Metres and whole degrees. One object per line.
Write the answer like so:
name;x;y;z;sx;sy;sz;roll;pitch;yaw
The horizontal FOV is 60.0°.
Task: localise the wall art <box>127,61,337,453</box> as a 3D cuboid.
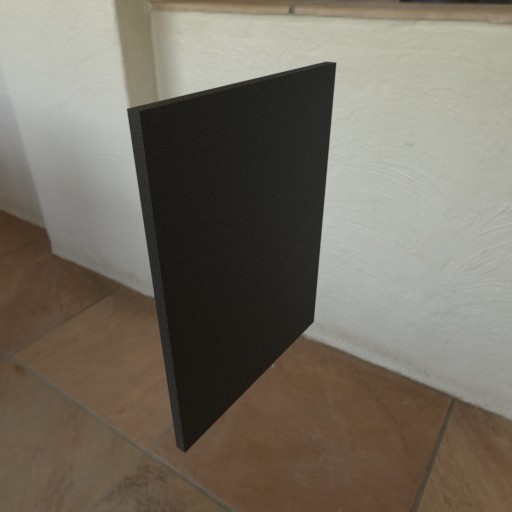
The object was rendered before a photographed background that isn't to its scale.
wall art;0.000;0.000;1.420;0.038;1.062;0.806;21;37;31
